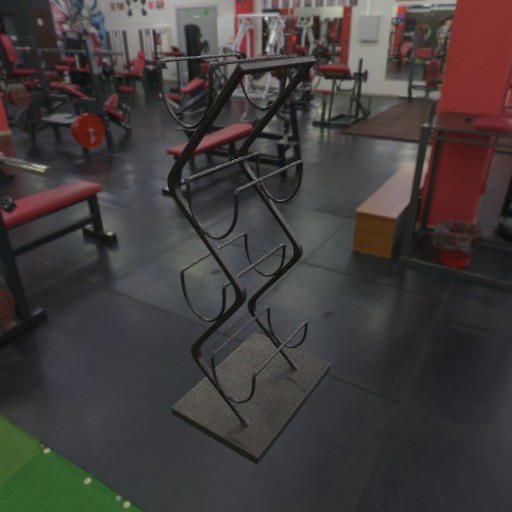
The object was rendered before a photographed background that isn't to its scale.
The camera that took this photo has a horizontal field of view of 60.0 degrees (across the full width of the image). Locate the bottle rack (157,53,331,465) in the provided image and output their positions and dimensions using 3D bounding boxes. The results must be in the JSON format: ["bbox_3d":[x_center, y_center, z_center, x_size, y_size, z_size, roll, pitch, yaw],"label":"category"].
[{"bbox_3d":[0.000,0.000,0.683,0.178,0.559,0.254,17,32,30],"label":"bottle rack"}]
